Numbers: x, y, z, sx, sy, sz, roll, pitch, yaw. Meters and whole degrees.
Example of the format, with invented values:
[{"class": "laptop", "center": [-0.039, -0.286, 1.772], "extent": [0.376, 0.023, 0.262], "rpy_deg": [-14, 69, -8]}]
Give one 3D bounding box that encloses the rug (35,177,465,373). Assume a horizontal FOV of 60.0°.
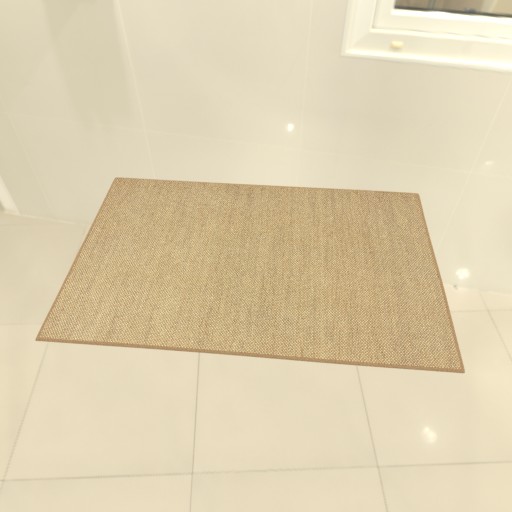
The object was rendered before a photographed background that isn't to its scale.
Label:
[{"class": "rug", "center": [0.000, 0.000, 2.065], "extent": [1.668, 0.012, 1.061], "rpy_deg": [4, 47, 3]}]
